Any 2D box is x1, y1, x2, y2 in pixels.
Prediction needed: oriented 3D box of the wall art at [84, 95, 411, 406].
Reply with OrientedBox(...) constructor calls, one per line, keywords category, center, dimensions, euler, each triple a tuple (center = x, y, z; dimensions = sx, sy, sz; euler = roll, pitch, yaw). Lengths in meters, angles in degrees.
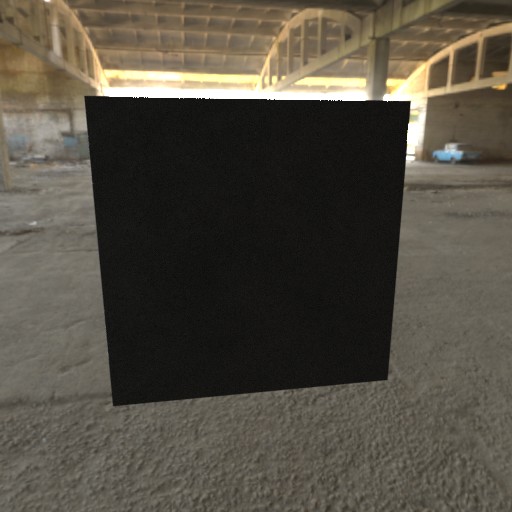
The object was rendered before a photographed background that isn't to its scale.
OrientedBox(category="wall art", center=(0.000, 0.000, 1.142), dimensions=(0.765, 0.765, 0.046), euler=(-3, 15, -9))
